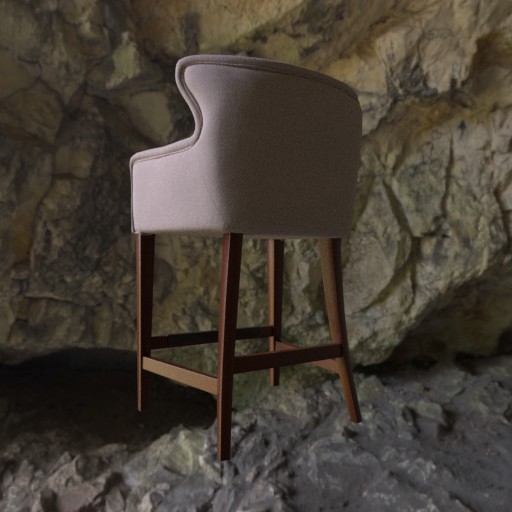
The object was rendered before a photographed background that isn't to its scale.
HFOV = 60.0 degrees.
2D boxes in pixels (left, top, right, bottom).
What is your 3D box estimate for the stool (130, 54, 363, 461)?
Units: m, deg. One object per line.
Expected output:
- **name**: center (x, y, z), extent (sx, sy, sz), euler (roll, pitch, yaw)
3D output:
- **stool**: center (0.000, 0.000, 1.314), extent (0.601, 0.951, 0.570), euler (1, -2, -34)
